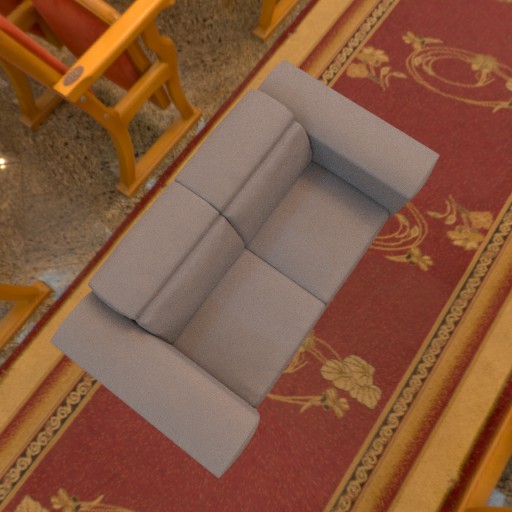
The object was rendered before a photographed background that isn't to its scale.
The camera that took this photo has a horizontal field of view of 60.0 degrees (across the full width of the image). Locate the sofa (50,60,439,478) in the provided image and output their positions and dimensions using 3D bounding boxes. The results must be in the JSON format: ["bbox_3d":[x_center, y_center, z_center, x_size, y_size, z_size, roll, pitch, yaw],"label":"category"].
[{"bbox_3d":[0.000,0.000,2.365,1.003,0.779,1.895,35,78,9],"label":"sofa"}]
